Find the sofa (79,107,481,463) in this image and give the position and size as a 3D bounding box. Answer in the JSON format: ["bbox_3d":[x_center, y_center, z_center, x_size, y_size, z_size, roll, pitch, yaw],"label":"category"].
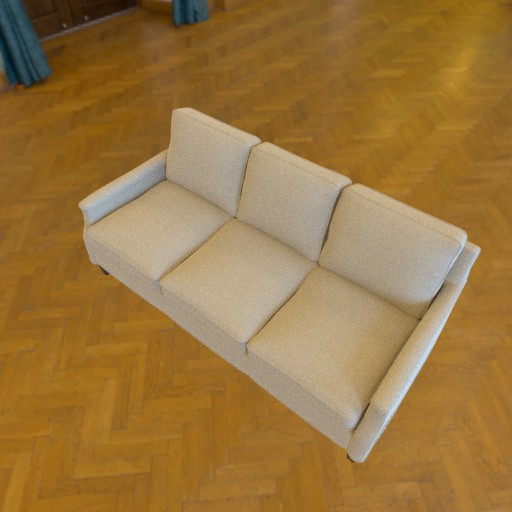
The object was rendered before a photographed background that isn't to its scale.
[{"bbox_3d":[0.000,0.000,2.741,2.246,1.003,1.084,31,54,25],"label":"sofa"}]
